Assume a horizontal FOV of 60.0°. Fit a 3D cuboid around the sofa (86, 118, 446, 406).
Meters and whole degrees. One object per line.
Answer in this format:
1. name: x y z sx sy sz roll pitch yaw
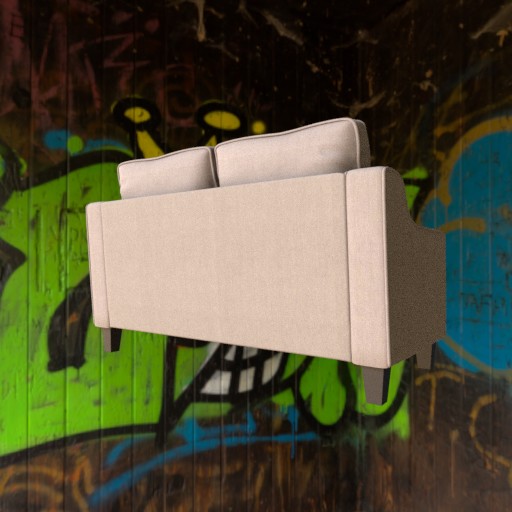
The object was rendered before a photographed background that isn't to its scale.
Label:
1. sofa: 0.000 0.000 2.052 1.500 0.948 0.791 0 -1 36
